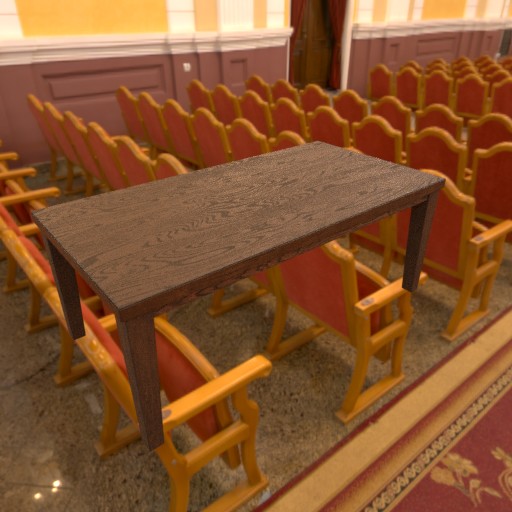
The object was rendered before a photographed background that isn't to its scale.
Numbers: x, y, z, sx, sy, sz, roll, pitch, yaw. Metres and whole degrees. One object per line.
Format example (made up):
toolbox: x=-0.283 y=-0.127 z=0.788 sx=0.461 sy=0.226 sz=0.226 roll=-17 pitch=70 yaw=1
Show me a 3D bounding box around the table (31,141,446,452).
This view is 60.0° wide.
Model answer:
table: x=0.000 y=0.000 z=2.525 sx=1.981 sy=0.762 sz=1.016 roll=-22 pitch=36 yaw=-33
